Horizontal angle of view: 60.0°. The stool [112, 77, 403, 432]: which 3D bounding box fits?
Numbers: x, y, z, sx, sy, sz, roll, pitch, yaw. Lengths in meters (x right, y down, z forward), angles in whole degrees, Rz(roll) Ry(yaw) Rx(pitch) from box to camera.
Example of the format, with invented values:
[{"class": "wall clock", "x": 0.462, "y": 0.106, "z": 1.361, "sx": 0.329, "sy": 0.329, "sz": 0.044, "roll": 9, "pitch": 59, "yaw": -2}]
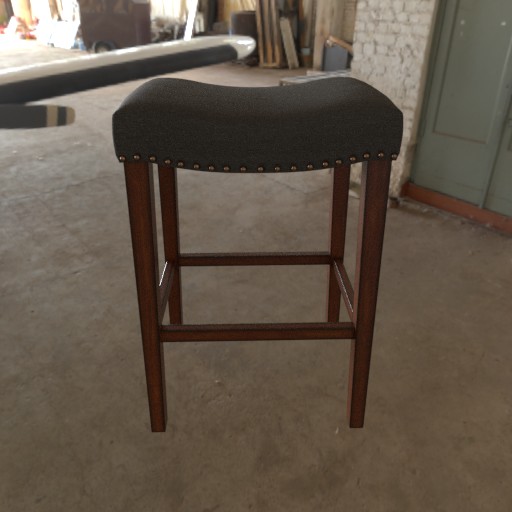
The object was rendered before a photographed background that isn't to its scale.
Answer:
[{"class": "stool", "x": 0.000, "y": 0.000, "z": 1.026, "sx": 0.502, "sy": 0.748, "sz": 0.366, "roll": -1, "pitch": 30, "yaw": -1}]
